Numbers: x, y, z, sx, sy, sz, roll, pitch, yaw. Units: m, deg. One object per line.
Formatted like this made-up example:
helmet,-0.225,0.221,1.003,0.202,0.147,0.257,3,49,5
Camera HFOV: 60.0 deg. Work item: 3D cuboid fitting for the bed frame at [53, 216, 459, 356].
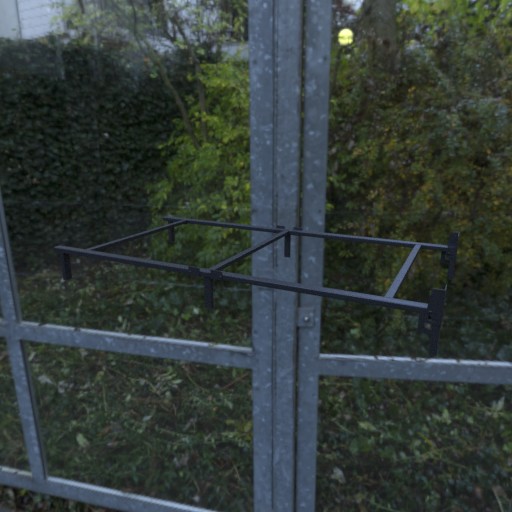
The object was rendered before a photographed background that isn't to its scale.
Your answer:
bed frame,0.000,0.000,2.341,1.897,0.248,0.968,8,18,25
